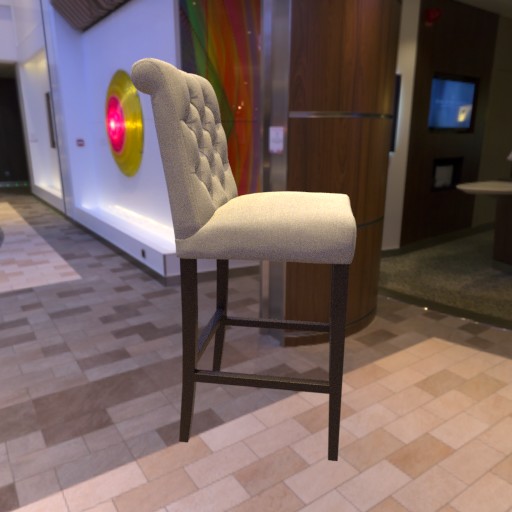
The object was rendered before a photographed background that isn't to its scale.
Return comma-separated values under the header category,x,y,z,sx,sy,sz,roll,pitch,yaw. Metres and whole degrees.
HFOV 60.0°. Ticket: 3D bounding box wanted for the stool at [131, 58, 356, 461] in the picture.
category,x,y,z,sx,sy,sz,roll,pitch,yaw
stool,0.000,0.000,1.438,0.601,1.140,0.493,3,16,9
